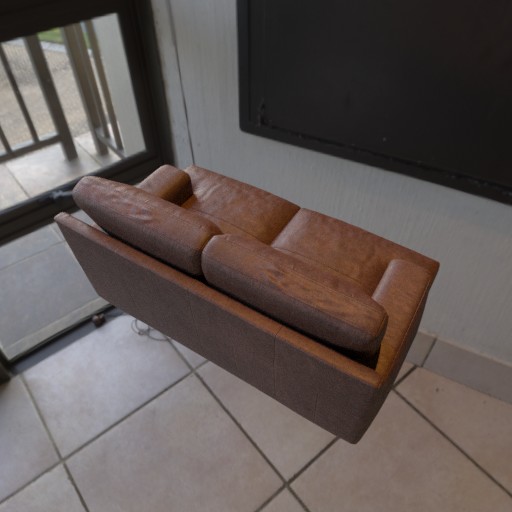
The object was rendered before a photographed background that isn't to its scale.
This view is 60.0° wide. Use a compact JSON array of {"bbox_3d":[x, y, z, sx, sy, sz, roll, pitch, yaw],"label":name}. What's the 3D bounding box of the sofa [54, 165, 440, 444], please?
[{"bbox_3d":[0.000,0.000,2.511,1.880,0.939,1.143,25,51,21],"label":"sofa"}]
